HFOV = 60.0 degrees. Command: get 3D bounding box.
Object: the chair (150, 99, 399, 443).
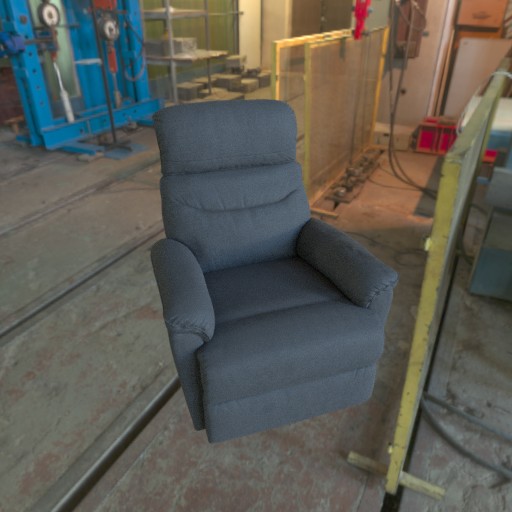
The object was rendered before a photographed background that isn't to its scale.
[{"bbox_3d":[0.000,0.000,1.773,0.820,1.037,1.004,-9,32,-15],"label":"chair"}]
